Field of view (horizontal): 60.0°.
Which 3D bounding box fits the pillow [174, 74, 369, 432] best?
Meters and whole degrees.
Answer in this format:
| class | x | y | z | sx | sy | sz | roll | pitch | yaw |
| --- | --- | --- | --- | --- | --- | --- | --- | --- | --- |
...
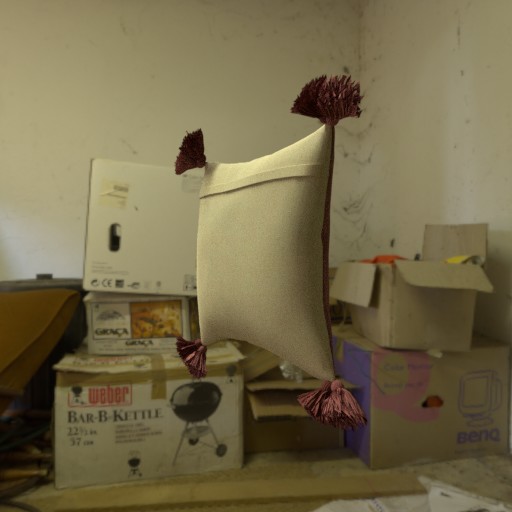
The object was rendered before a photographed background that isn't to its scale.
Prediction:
| class | x | y | z | sx | sy | sz | roll | pitch | yaw |
| --- | --- | --- | --- | --- | --- | --- | --- | --- | --- |
| pillow | 0.000 | 0.000 | 0.989 | 0.138 | 0.659 | 0.641 | 0 | 1 | -36 |
